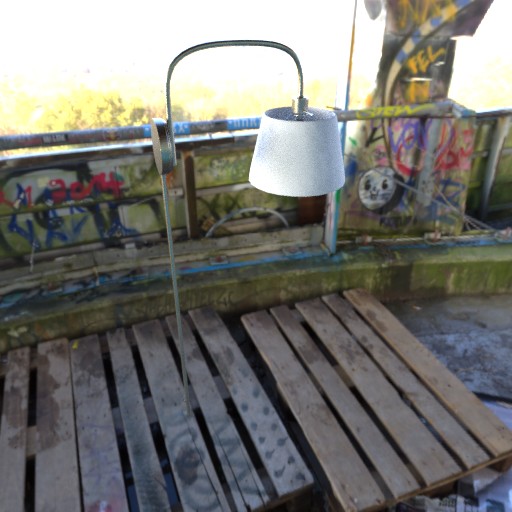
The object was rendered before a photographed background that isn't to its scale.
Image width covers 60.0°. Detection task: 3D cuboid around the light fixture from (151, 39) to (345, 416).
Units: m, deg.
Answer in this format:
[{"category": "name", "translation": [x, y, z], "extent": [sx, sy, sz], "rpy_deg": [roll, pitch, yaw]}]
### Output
[{"category": "light fixture", "translation": [0.000, 0.000, 0.453], "extent": [0.176, 0.399, 0.092], "rpy_deg": [-11, 31, -18]}]
